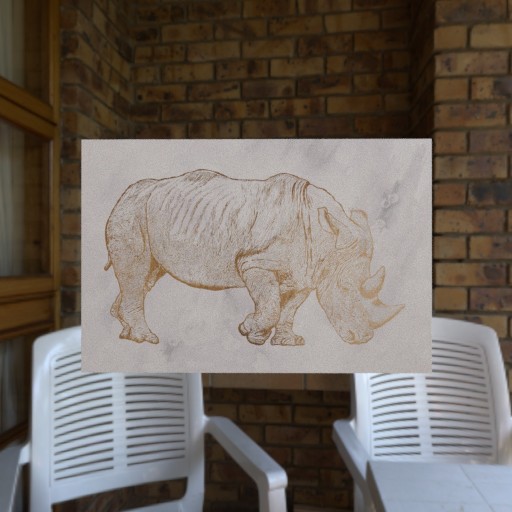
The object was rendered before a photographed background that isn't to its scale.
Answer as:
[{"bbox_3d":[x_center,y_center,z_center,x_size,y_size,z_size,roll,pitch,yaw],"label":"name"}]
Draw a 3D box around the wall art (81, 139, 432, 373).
[{"bbox_3d":[0.000,0.000,1.176,0.915,0.610,0.038,0,0,1],"label":"wall art"}]
